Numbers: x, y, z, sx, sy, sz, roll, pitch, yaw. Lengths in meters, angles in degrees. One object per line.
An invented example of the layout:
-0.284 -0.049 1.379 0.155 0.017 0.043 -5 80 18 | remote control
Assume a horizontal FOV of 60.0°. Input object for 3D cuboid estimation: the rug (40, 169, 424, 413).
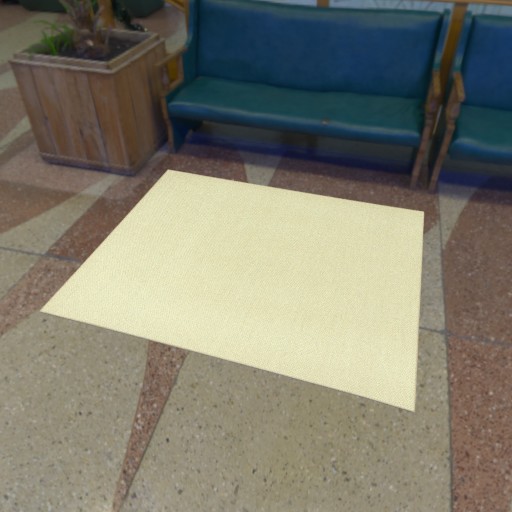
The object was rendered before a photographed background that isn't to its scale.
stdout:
0.000 0.000 4.242 3.039 0.018 2.462 12 42 13 | rug
